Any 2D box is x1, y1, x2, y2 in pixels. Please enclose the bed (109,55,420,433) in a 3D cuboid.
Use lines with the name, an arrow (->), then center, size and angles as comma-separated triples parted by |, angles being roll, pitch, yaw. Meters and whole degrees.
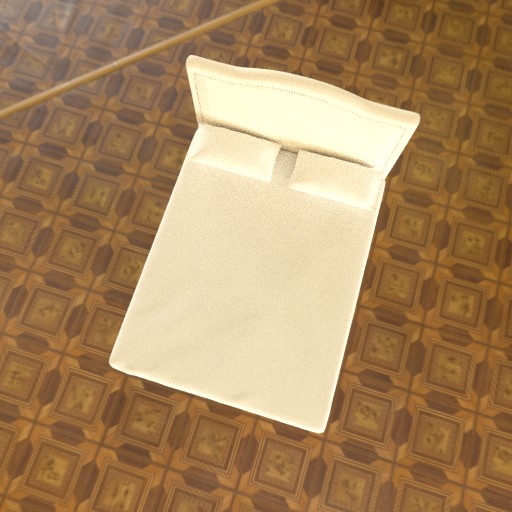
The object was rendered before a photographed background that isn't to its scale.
bed -> 0.000, 0.000, 3.446 | 1.821, 1.436, 2.282 | 16, 75, 4
